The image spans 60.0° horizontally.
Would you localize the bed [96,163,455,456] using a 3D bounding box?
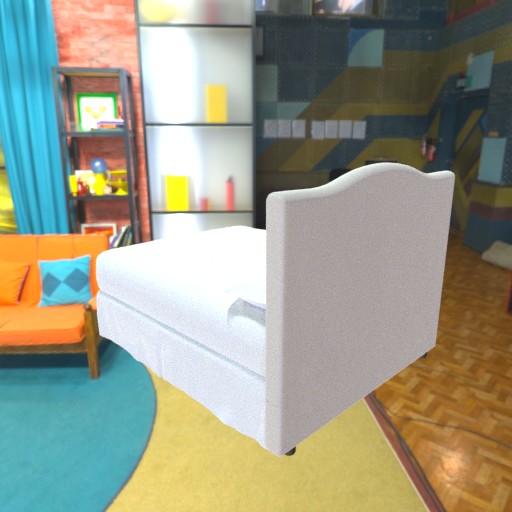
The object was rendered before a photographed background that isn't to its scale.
[{"bbox_3d":[0.000,0.000,3.335,1.753,1.460,2.143,-14,21,-42],"label":"bed"}]
